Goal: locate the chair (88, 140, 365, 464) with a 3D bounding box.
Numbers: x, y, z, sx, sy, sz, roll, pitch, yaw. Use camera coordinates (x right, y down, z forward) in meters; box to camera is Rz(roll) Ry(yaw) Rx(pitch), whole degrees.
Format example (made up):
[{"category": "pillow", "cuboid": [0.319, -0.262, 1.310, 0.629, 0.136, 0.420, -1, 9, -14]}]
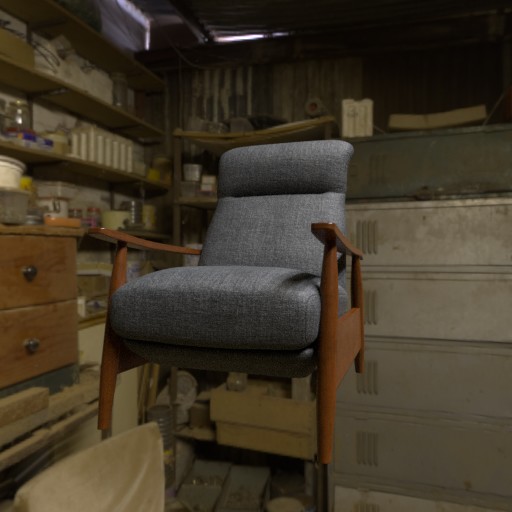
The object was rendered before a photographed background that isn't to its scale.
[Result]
[{"category": "chair", "cuboid": [0.000, 0.000, 1.731, 0.762, 1.082, 1.030, 0, 0, 19]}]
